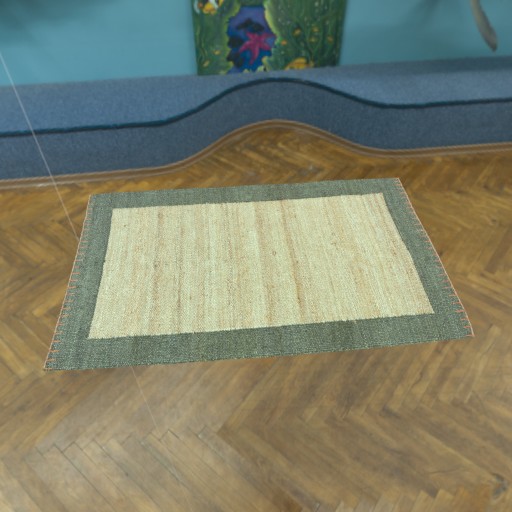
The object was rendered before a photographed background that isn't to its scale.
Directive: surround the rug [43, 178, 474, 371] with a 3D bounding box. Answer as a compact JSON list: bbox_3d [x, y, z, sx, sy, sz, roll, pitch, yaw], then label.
[{"bbox_3d":[0.000,0.000,2.963,2.435,0.006,1.521,-3,48,-3],"label":"rug"}]
